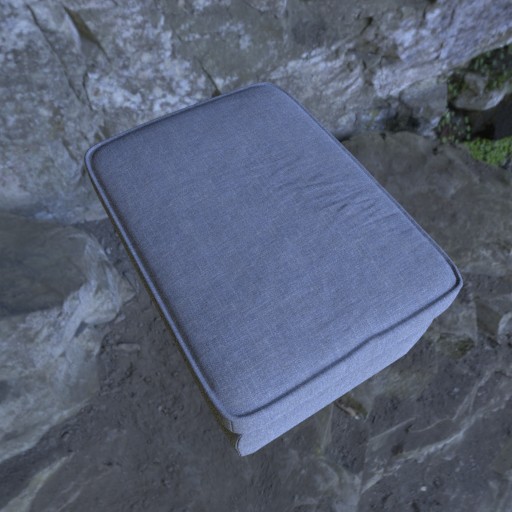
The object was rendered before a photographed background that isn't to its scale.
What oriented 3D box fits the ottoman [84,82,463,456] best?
[{"bbox_3d":[0.000,0.000,1.118,0.559,0.457,0.762,-27,62,-16],"label":"ottoman"}]
